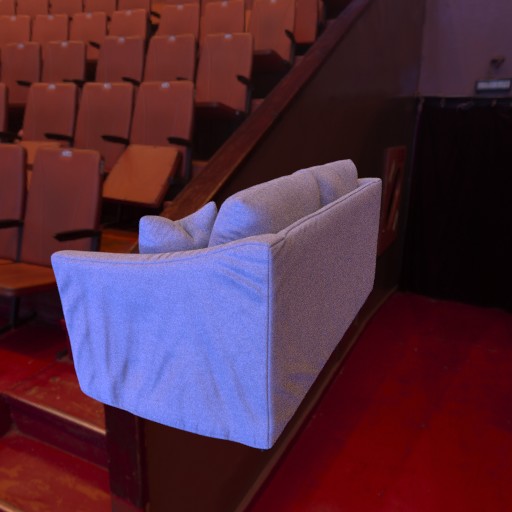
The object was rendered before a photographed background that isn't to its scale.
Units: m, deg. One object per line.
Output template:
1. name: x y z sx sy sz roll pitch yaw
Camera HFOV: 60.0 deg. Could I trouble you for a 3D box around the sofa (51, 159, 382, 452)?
1. sofa: 0.000 0.000 2.597 1.072 1.018 2.010 8 18 24
